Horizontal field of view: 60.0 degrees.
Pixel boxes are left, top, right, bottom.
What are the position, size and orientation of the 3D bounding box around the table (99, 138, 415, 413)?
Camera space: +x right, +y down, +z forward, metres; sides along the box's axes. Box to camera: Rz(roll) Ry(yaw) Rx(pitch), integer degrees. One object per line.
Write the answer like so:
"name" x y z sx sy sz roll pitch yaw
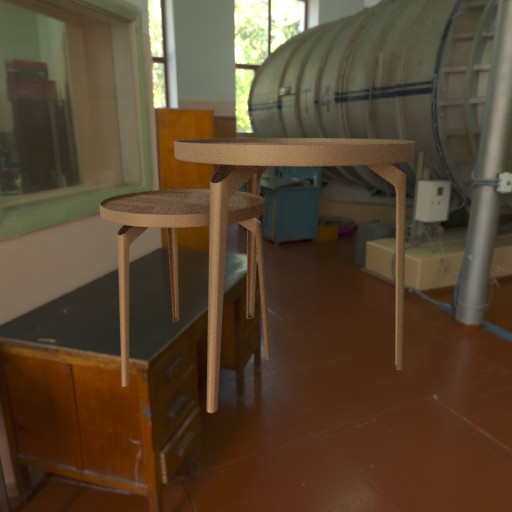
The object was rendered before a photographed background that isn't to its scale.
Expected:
"table" 0.000 0.000 1.099 0.751 0.555 0.532 3 16 9
